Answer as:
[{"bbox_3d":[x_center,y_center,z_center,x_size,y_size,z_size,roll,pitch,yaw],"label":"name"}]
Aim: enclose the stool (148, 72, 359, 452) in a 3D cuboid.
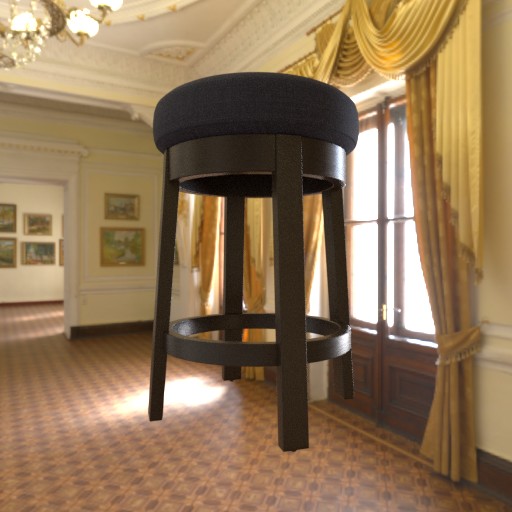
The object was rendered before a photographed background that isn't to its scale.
[{"bbox_3d":[0.000,0.000,0.949,0.449,0.655,0.449,0,0,0],"label":"stool"}]
